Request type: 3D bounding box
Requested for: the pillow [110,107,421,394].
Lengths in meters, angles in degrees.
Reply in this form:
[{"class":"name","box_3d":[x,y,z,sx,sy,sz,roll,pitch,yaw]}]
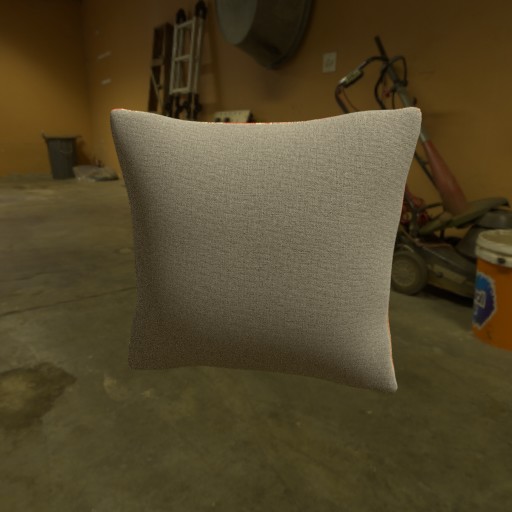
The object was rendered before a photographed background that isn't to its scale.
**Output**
[{"class":"pillow","box_3d":[0.000,0.000,0.658,0.437,0.419,0.136,3,16,10]}]
